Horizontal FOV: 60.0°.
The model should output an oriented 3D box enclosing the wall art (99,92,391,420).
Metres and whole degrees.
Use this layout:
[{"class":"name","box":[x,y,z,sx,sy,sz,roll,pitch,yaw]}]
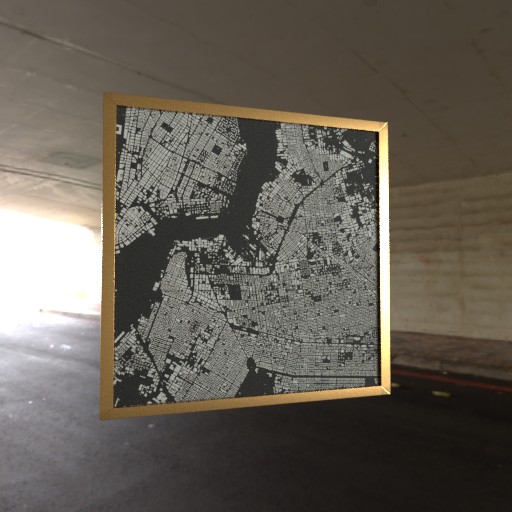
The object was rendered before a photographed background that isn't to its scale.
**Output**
[{"class":"wall art","box":[0.000,0.000,0.465,0.305,0.305,0.023,1,-2,-16]}]
